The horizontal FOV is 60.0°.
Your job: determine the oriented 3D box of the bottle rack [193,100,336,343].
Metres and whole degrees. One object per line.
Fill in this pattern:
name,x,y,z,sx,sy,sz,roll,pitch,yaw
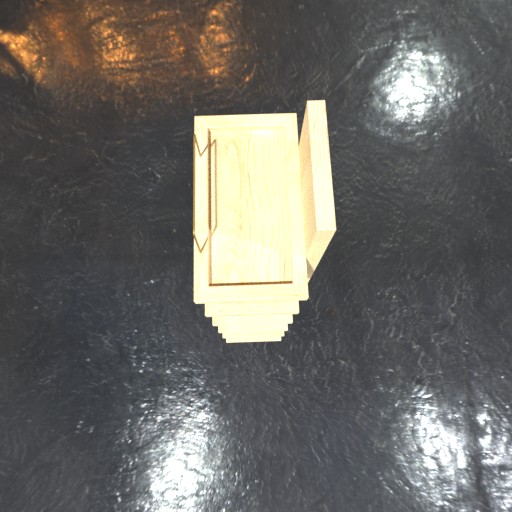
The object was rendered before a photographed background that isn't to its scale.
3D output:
bottle rack,0.000,0.000,1.067,0.206,0.943,0.330,-2,74,-1
